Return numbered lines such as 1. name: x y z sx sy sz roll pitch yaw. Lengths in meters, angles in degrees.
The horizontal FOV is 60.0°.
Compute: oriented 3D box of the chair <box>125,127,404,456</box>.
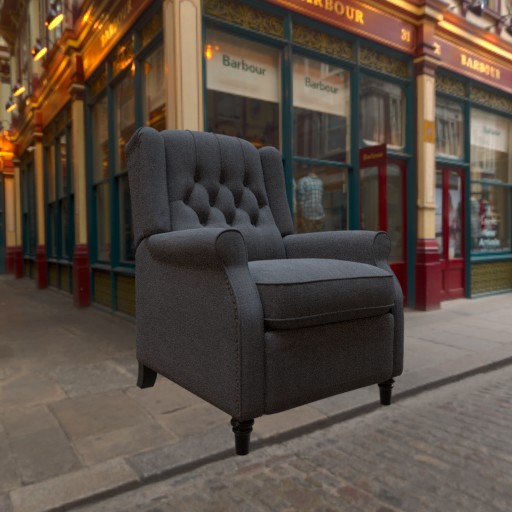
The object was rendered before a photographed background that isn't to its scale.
1. chair: 0.000 0.000 1.640 0.742 1.035 0.898 -2 3 -36
